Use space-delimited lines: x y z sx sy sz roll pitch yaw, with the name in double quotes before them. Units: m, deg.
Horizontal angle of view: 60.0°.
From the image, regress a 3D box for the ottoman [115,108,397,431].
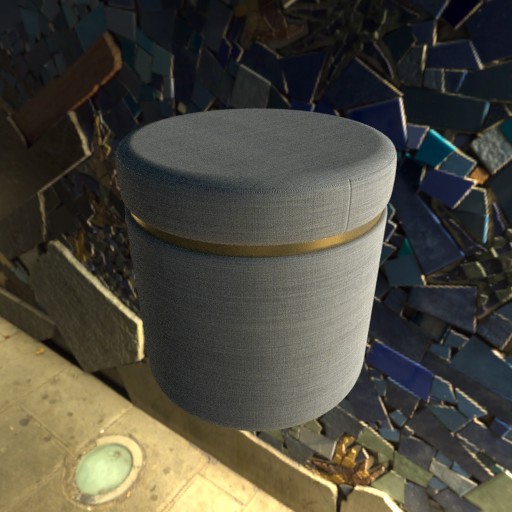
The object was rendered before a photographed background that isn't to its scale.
"ottoman" 0.000 0.000 0.742 0.400 0.406 0.400 0 30 0
